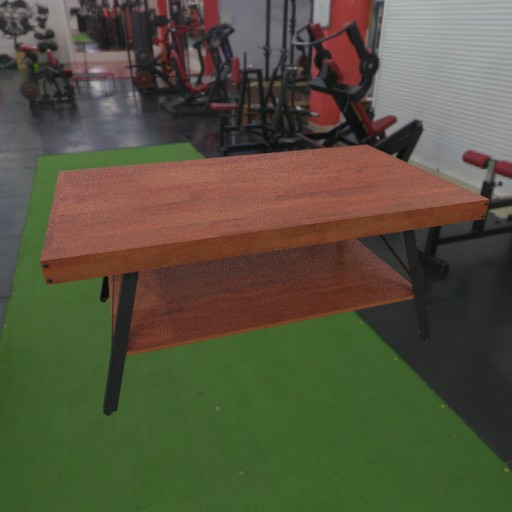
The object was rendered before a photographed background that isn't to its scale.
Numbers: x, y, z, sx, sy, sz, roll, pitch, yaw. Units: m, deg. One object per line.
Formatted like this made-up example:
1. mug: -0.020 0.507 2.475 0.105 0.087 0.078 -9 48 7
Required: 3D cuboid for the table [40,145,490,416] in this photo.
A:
1. table: 0.000 0.000 1.355 1.067 0.457 0.610 -9 29 -16
